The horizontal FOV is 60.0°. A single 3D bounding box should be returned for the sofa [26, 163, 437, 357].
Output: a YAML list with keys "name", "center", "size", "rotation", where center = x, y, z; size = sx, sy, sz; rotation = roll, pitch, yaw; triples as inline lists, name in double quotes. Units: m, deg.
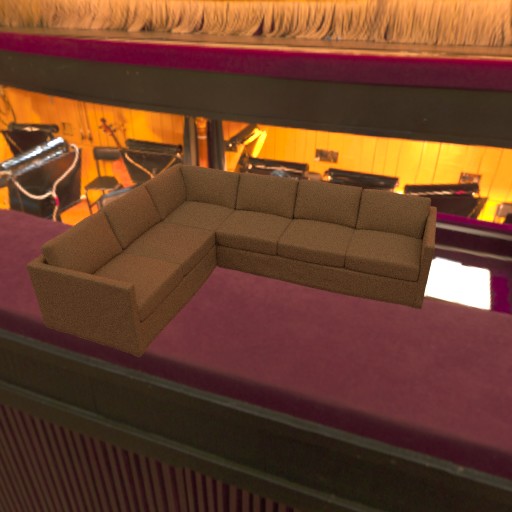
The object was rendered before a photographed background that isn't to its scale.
- name: "sofa"
  center: [0.000, 0.000, 4.286]
  size: [3.182, 0.871, 2.432]
  rotation: [11, 32, 18]
